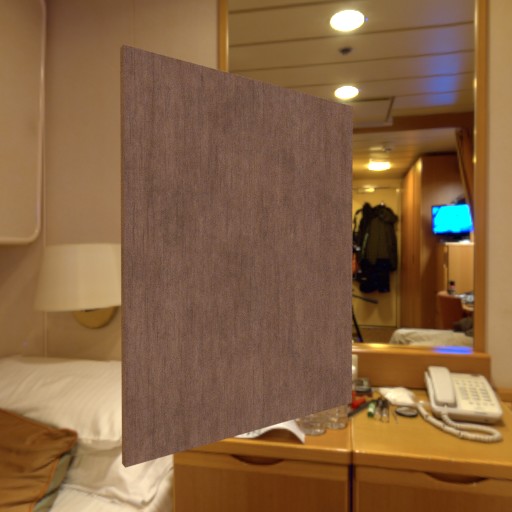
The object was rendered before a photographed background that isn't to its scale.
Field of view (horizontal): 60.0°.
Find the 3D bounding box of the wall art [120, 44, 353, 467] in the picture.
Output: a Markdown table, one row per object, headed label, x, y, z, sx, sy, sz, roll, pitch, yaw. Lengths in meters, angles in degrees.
| label | x | y | z | sx | sy | sz | roll | pitch | yaw |
| --- | --- | --- | --- | --- | --- | --- | --- | --- | --- |
| wall art | 0.000 | 0.000 | 0.879 | 0.534 | 0.686 | 0.018 | -1 | 1 | -35 |
